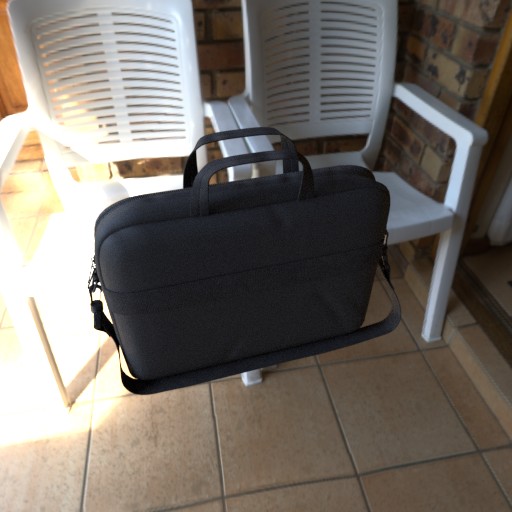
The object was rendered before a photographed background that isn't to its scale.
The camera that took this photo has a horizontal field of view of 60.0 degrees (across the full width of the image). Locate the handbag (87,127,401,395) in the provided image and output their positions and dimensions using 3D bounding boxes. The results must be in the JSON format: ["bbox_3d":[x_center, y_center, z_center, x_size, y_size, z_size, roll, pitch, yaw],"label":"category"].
[{"bbox_3d":[0.000,0.000,0.431,0.320,0.244,0.089,-11,41,-12],"label":"handbag"}]
